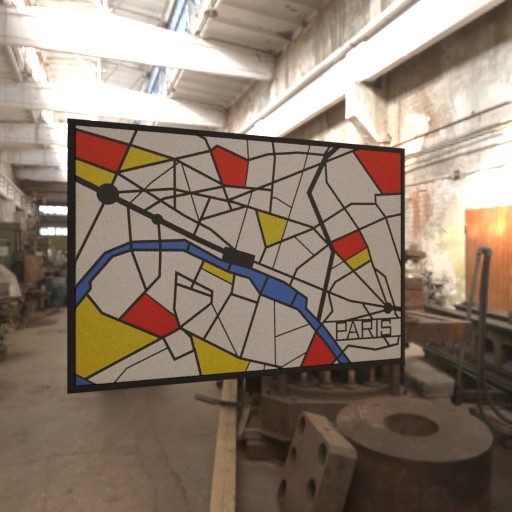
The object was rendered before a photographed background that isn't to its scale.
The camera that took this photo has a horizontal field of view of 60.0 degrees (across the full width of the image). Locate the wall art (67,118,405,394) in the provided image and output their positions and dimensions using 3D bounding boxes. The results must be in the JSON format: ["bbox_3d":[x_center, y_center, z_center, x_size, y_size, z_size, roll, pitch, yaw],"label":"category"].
[{"bbox_3d":[0.000,0.000,0.846,0.664,0.458,0.013,0,0,-18],"label":"wall art"}]
